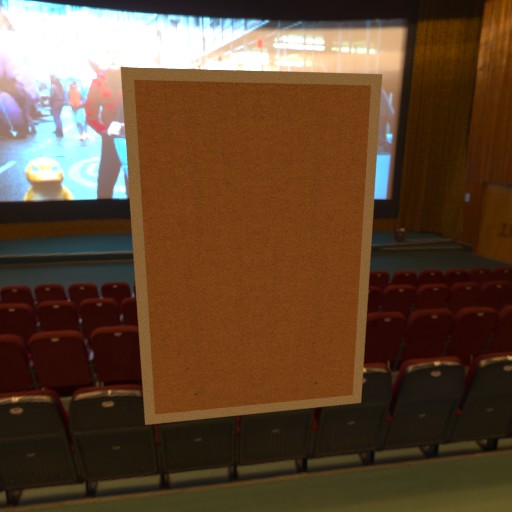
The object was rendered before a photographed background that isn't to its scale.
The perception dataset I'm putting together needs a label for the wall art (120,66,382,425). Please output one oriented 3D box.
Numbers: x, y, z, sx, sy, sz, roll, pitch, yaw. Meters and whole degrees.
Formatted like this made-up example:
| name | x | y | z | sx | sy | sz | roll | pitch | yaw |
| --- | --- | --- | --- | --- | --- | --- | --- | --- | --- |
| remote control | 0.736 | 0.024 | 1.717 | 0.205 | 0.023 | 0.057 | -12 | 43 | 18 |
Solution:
| name | x | y | z | sx | sy | sz | roll | pitch | yaw |
| --- | --- | --- | --- | --- | --- | --- | --- | --- | --- |
| wall art | 0.000 | 0.000 | 0.553 | 0.293 | 0.428 | 0.025 | -2 | 14 | -10 |
